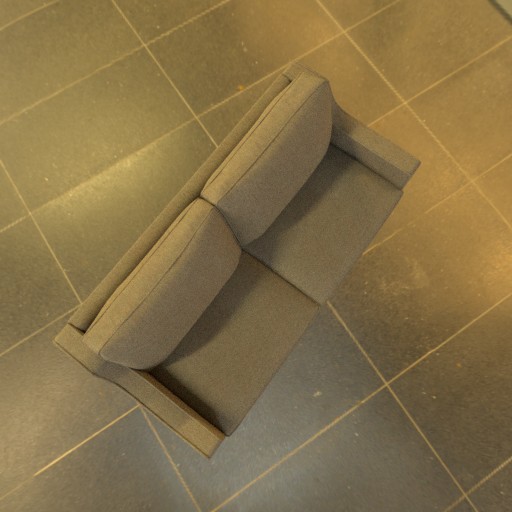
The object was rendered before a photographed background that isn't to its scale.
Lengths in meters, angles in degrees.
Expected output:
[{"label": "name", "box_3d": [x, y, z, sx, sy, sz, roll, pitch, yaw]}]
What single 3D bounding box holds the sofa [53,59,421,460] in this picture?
[{"label": "sofa", "box_3d": [0.000, 0.000, 2.811, 1.073, 1.074, 2.181, 36, 78, 9]}]
